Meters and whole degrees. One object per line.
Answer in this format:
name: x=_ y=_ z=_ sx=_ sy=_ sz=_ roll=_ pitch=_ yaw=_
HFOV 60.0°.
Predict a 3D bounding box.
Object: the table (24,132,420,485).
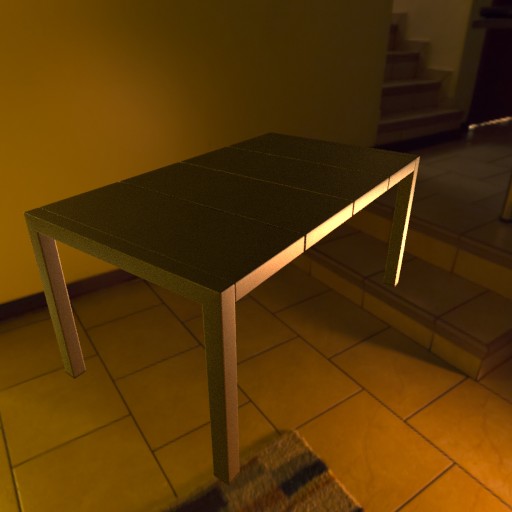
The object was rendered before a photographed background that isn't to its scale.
table: x=0.000 y=0.000 z=1.274 sx=0.559 sy=0.460 sz=0.965 roll=19 pitch=33 yaw=31
